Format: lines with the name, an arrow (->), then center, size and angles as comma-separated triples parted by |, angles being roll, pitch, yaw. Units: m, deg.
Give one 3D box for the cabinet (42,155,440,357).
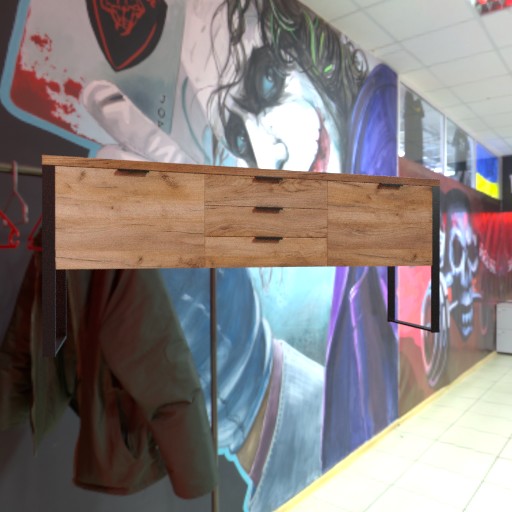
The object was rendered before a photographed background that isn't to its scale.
cabinet -> 0.000, 0.000, 2.111 | 1.800, 0.762, 0.395 | 0, 0, -17
